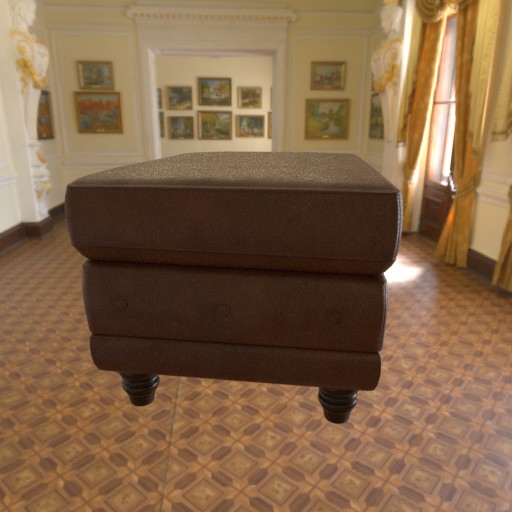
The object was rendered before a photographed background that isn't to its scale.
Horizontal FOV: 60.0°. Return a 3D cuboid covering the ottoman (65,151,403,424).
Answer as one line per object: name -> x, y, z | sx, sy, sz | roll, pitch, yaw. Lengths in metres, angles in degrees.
ottoman -> 0.000, 0.000, 1.165 | 0.588, 0.509, 0.795 | 2, 17, 8
